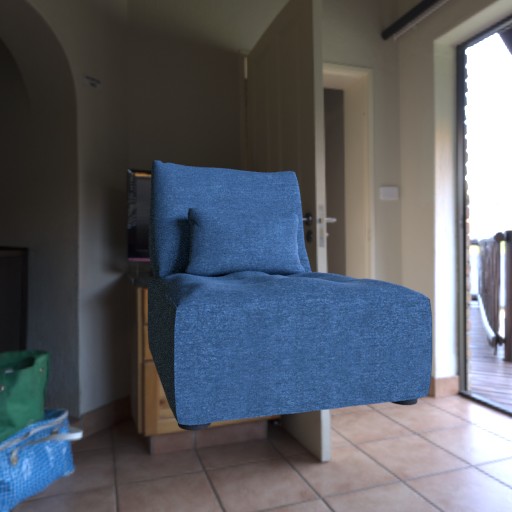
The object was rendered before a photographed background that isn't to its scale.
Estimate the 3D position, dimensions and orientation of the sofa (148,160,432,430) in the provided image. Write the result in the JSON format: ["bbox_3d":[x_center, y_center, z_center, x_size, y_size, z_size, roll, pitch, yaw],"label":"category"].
[{"bbox_3d":[0.000,0.000,1.587,0.700,0.820,1.000,0,0,-17],"label":"sofa"}]
